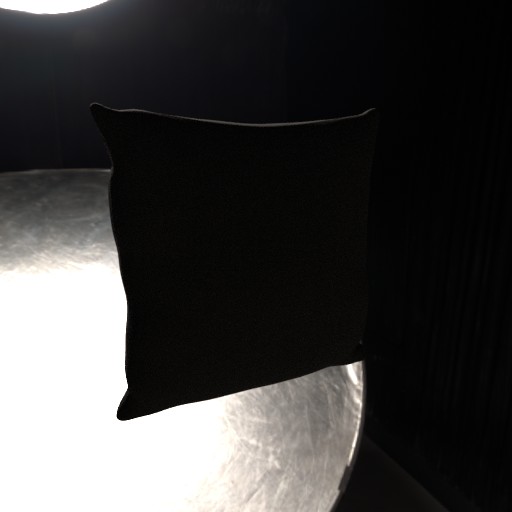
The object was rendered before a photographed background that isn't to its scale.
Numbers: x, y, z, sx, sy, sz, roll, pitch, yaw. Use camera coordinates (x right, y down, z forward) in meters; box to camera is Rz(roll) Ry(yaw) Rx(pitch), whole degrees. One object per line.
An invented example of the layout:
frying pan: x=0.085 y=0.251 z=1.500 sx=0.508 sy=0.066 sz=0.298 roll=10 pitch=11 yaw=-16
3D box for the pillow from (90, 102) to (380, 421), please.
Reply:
pillow: x=0.000 y=0.000 z=0.762 sx=0.503 sy=0.496 sz=0.208 roll=-7 pitch=16 yaw=-25
